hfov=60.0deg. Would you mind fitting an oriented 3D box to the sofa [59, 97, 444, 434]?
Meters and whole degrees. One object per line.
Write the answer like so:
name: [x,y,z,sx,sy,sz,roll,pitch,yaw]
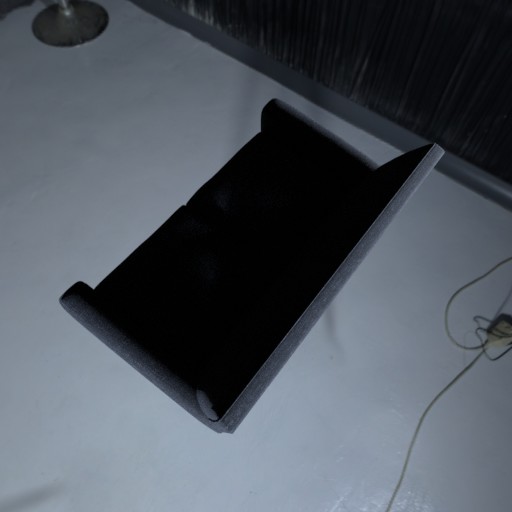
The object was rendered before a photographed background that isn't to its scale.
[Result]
sofa: [0.000,0.000,2.008,0.875,0.846,1.420,35,67,17]
